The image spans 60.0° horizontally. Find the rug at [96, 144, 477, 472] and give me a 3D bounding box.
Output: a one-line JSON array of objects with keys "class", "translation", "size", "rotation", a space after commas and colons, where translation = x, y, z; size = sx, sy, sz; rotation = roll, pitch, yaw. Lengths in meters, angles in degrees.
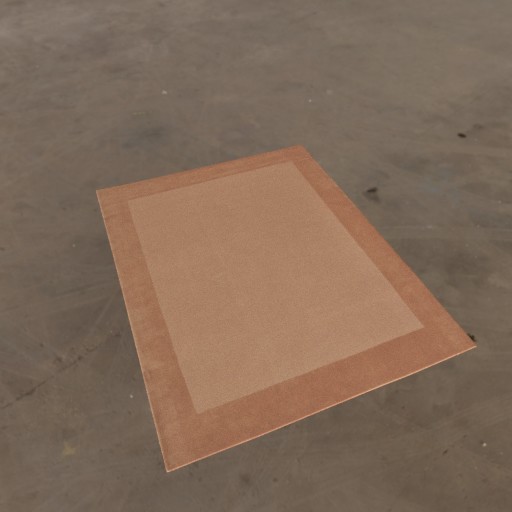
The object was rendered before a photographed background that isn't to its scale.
[{"class": "rug", "translation": [0.000, 0.000, 4.050], "size": [2.431, 0.021, 3.057], "rotation": [-16, 48, -15]}]
